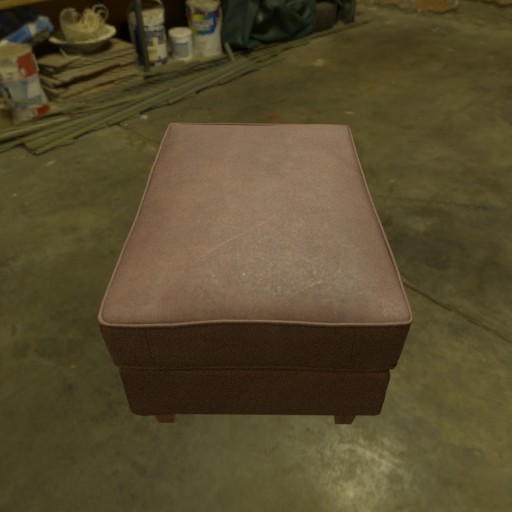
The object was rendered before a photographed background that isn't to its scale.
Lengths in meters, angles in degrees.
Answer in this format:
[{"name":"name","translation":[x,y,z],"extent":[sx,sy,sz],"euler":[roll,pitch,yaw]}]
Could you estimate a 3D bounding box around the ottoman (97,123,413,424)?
[{"name":"ottoman","translation":[0.000,0.000,1.229],"extent":[0.596,0.481,0.860],"euler":[0,41,0]}]
